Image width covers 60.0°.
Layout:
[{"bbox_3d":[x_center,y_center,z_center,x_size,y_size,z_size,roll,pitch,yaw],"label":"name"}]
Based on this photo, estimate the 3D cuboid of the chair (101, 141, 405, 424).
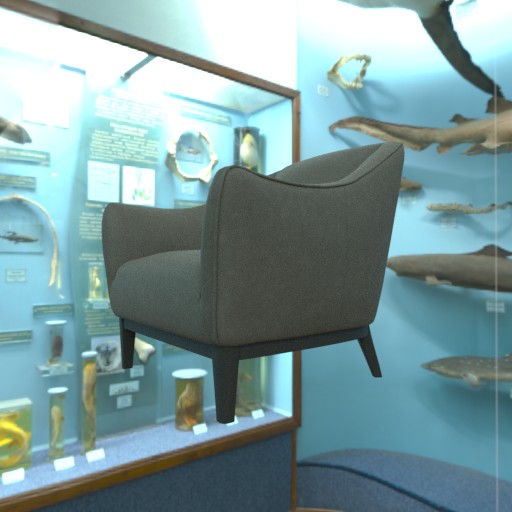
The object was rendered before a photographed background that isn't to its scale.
[{"bbox_3d":[0.000,0.000,1.581,0.852,0.830,0.871,0,-1,-37],"label":"chair"}]
